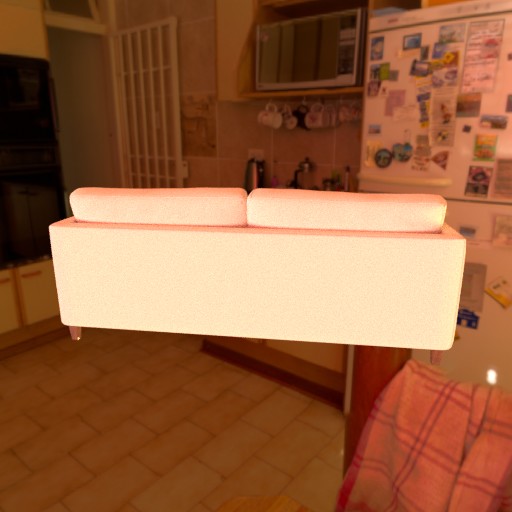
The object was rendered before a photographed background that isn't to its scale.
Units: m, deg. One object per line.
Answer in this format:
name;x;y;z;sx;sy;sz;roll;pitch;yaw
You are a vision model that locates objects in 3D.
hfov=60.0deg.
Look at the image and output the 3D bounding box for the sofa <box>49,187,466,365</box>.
sofa;0.000;0.000;2.957;2.361;0.962;0.951;2;16;8
